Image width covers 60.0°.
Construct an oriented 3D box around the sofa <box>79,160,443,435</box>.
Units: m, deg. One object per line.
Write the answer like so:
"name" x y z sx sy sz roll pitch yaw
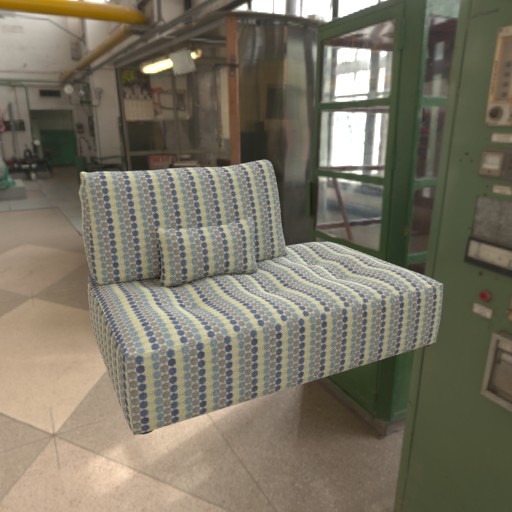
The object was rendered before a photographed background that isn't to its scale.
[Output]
"sofa" 0.000 0.000 2.078 1.450 0.820 1.000 -9 19 -26
